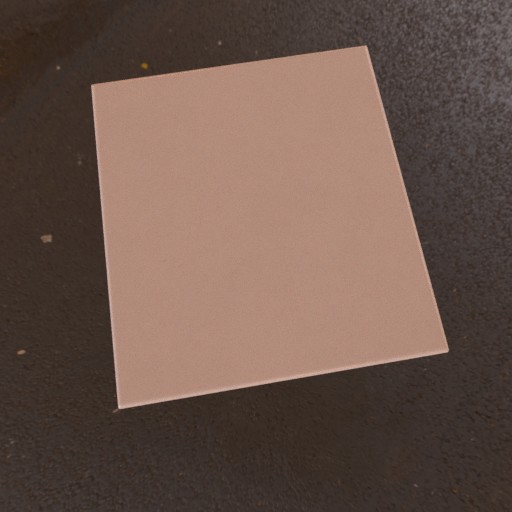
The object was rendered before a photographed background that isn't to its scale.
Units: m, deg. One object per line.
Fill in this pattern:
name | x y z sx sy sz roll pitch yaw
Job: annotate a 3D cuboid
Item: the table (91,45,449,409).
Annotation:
table | 0.000 0.000 0.911 0.442 0.565 0.488 -9 76 -2
